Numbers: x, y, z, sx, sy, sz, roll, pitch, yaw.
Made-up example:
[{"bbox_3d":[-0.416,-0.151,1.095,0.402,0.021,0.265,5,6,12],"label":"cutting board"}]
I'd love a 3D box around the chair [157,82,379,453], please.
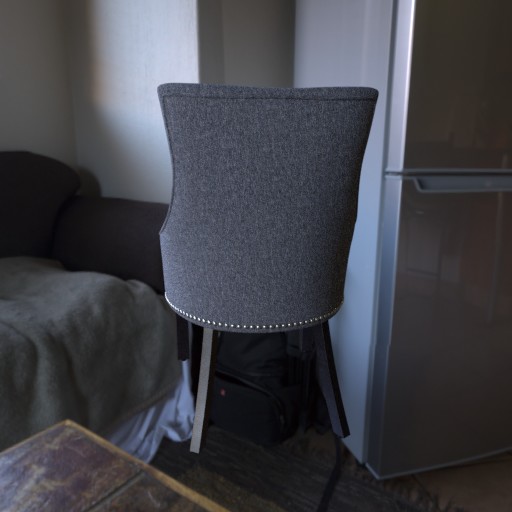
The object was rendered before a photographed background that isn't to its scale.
[{"bbox_3d":[0.000,0.000,1.334,0.566,0.909,0.629,-2,14,-9],"label":"chair"}]
